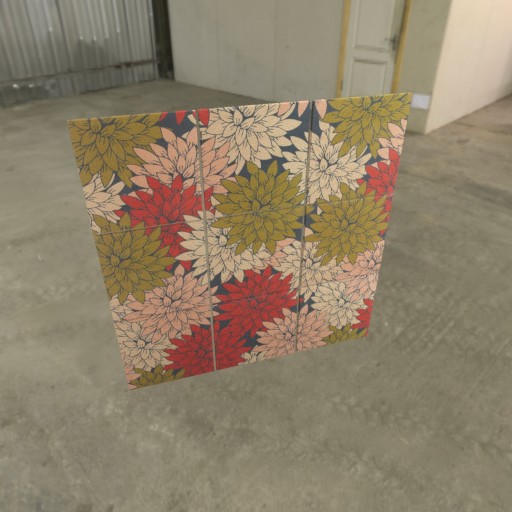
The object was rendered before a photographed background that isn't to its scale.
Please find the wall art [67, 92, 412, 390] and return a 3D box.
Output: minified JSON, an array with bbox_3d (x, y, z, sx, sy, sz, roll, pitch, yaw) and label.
[{"bbox_3d":[0.000,0.000,1.375,0.904,0.913,0.013,-10,34,-14],"label":"wall art"}]
